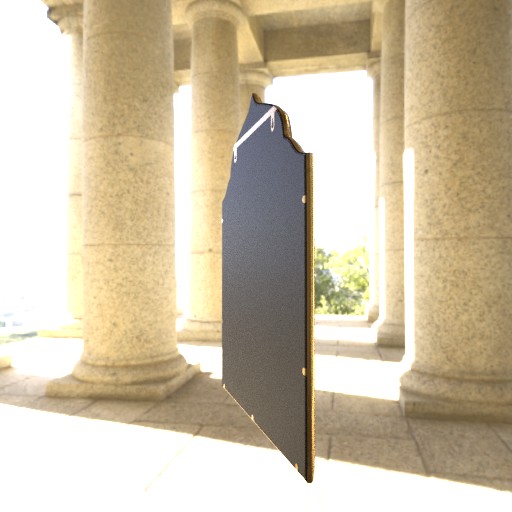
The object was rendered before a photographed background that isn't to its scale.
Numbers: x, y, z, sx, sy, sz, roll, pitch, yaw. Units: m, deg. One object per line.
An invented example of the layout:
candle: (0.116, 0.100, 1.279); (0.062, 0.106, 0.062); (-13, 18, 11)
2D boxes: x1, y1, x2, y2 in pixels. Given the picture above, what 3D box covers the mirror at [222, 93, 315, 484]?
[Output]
mirror: (0.000, 0.000, 0.860); (0.018, 0.635, 0.513); (0, -1, -18)
